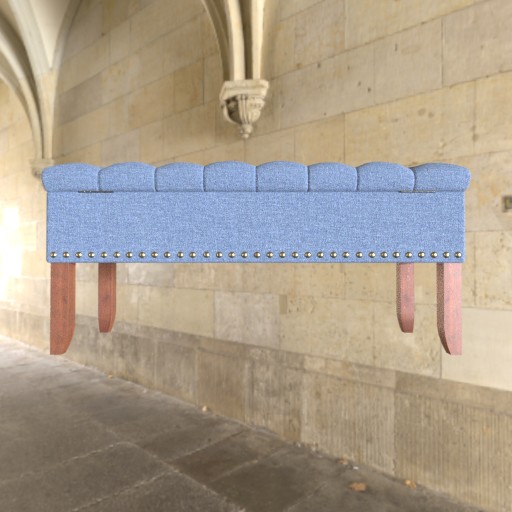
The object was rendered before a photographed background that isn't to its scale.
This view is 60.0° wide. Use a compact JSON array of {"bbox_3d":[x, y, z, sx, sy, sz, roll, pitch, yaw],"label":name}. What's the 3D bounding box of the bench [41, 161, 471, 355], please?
[{"bbox_3d":[0.000,0.000,1.279,1.052,0.492,0.417,0,-1,0],"label":"bench"}]
